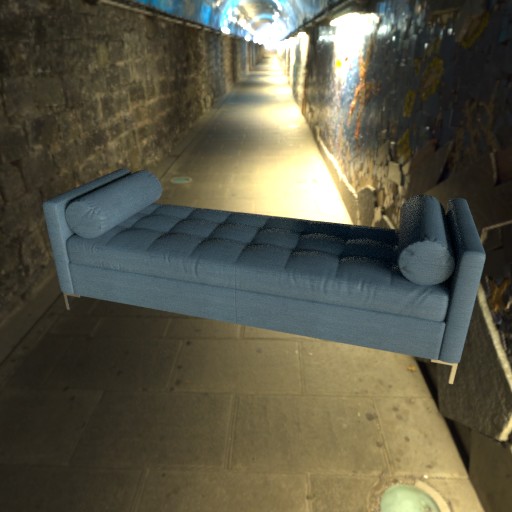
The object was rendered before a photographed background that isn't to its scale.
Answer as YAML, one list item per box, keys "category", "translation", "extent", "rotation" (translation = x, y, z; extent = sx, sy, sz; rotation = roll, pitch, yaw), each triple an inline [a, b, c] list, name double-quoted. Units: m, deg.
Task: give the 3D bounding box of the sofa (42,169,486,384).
- category: "sofa"
  translation: [0.000, 0.000, 2.304]
  extent: [1.981, 0.635, 0.686]
  rotation: [8, 27, 16]
